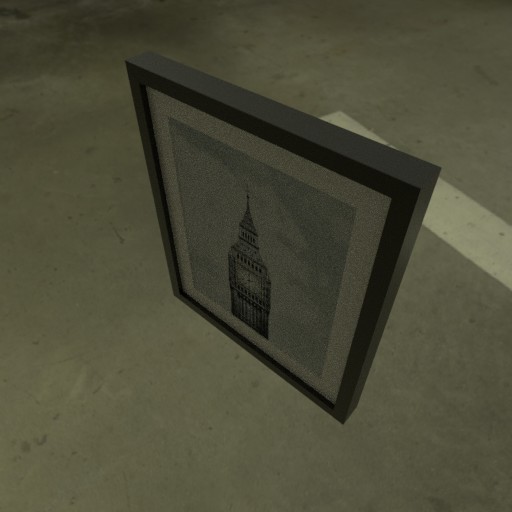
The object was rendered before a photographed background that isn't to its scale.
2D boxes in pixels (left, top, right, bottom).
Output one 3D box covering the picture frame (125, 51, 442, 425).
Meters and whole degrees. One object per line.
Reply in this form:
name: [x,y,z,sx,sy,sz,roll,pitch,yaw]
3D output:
picture frame: [0.000,0.000,0.522,0.328,0.378,0.034,32,54,27]
